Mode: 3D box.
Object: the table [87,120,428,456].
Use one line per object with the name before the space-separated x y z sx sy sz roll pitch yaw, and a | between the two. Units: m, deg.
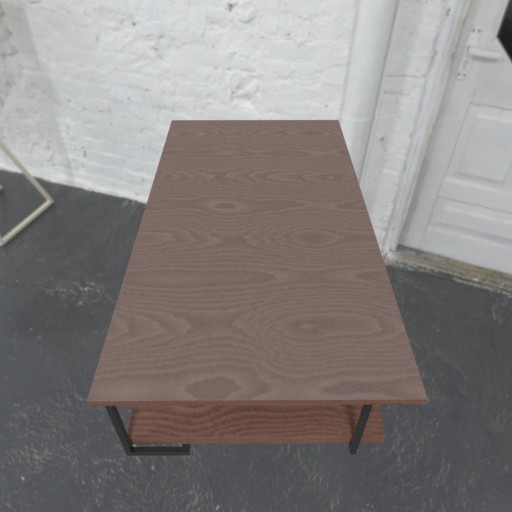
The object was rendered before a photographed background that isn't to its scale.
table | 0.000 0.000 1.404 0.651 0.347 1.197 0 42 0
